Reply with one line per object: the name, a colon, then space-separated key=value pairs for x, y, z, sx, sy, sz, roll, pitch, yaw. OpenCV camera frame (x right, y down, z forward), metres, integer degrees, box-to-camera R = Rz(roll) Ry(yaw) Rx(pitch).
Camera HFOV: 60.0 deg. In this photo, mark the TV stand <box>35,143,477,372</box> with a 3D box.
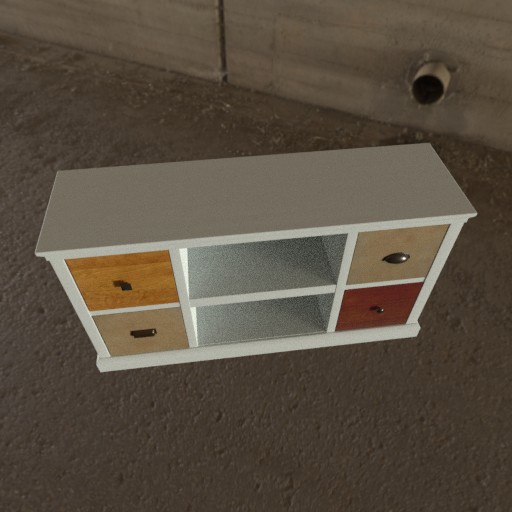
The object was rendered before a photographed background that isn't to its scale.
TV stand: x=0.000 y=0.000 z=1.540 sx=1.187 sy=0.624 sz=0.424 roll=-5 pitch=48 yaw=-5
